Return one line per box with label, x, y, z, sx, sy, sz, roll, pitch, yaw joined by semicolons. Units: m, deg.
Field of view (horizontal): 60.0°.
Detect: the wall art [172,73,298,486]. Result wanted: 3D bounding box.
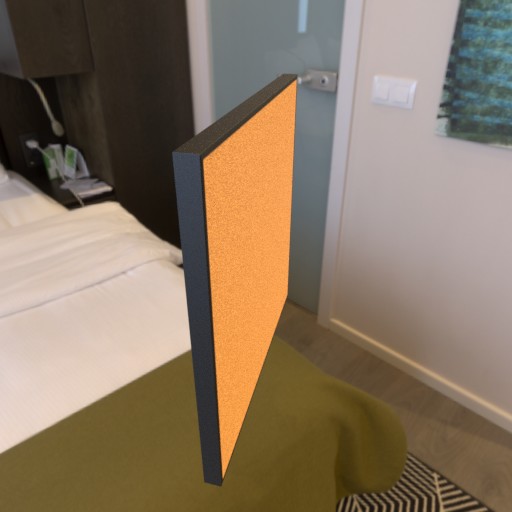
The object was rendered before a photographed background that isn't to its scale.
wall art;0.000;0.000;1.133;0.042;0.766;0.769;8;31;13
